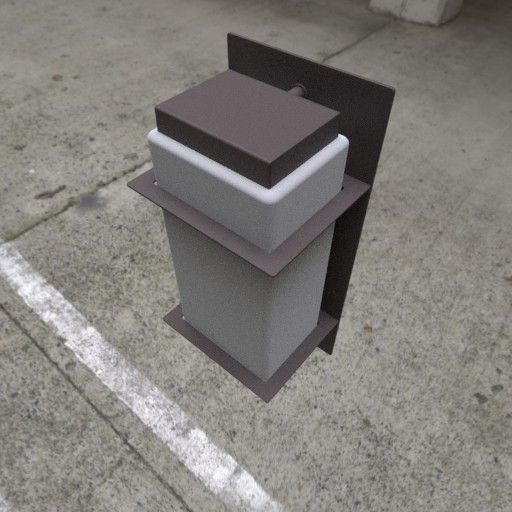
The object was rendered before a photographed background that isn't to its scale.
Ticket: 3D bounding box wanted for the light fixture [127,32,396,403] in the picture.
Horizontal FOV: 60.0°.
[{"bbox_3d":[0.000,0.000,0.430,0.153,0.347,0.146,32,55,26],"label":"light fixture"}]
